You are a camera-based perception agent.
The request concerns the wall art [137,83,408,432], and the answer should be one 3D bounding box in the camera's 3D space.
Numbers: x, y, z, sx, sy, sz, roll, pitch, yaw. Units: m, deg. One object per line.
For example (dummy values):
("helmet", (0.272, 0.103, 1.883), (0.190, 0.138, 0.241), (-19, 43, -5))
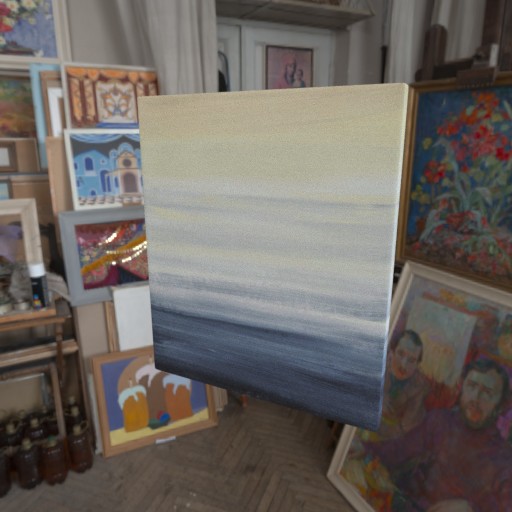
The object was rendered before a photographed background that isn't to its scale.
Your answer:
("wall art", (0.000, 0.000, 1.015), (0.608, 0.710, 0.041), (7, 17, 26))
